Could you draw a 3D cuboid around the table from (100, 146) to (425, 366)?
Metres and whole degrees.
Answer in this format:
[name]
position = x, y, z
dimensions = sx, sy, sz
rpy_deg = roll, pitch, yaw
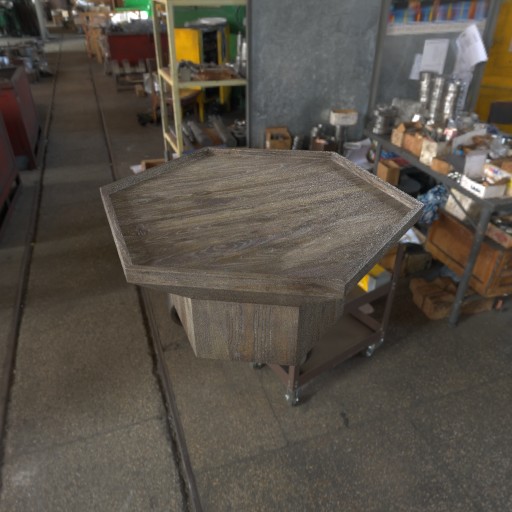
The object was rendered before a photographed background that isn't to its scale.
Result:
[table]
position = 0.000, 0.000, 1.641
dimensions = 0.966, 0.488, 1.115
rpy_deg = 22, 38, 31
